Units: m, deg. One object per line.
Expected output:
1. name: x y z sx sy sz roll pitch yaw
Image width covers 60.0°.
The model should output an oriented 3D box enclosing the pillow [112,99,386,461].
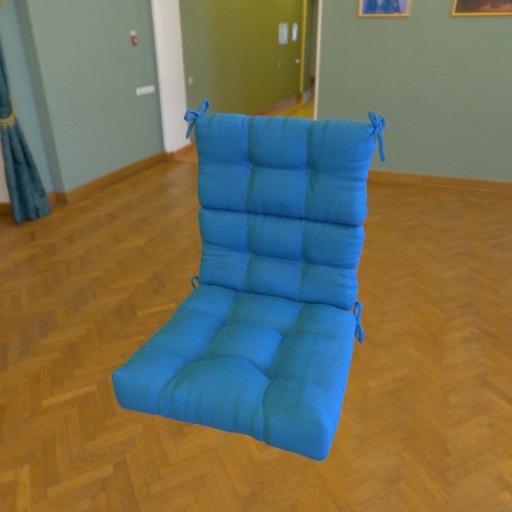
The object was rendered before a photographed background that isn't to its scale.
1. pillow: 0.000 0.000 1.017 0.519 0.605 0.571 9 28 16
